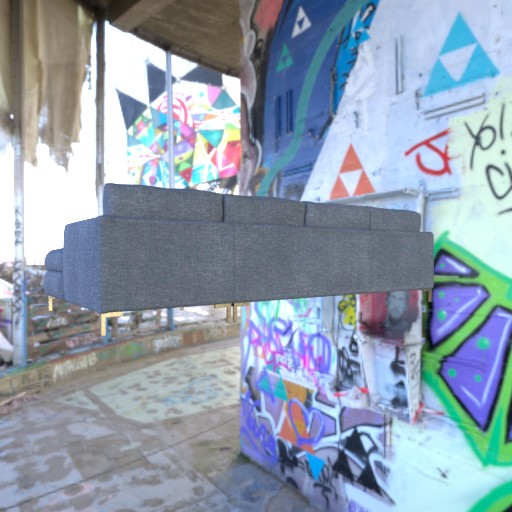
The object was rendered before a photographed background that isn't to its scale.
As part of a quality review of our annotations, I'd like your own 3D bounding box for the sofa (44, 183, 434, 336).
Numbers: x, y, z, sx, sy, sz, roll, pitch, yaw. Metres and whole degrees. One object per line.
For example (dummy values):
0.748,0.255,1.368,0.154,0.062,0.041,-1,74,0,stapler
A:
0.000,0.000,3.585,2.932,0.810,1.350,0,0,-35,sofa
